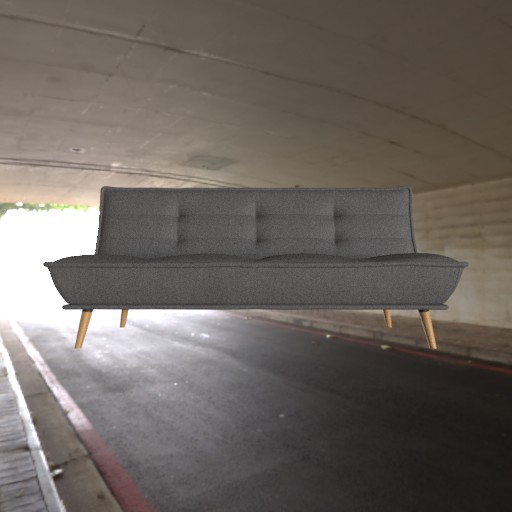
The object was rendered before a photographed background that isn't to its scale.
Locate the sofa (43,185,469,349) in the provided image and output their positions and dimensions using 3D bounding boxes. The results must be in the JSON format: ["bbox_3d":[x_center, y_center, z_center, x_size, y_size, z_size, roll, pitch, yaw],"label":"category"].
[{"bbox_3d":[0.000,0.000,2.461,1.940,0.890,0.950,0,-1,0],"label":"sofa"}]
